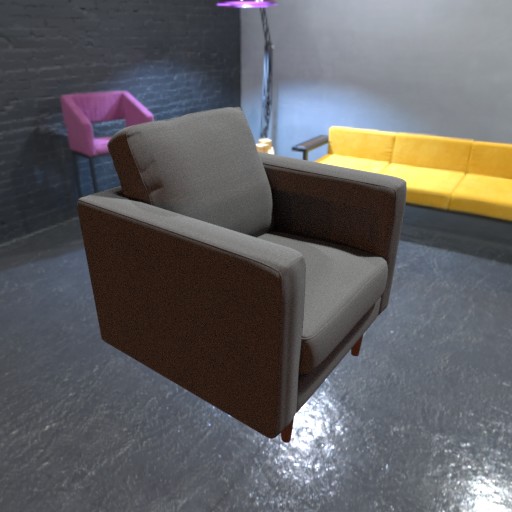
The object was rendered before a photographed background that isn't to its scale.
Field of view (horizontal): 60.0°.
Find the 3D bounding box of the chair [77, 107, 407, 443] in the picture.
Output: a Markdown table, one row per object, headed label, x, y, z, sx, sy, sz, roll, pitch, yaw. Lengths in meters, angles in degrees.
| label | x | y | z | sx | sy | sz | roll | pitch | yaw |
| --- | --- | --- | --- | --- | --- | --- | --- | --- | --- |
| chair | 0.000 | 0.000 | 1.575 | 0.800 | 0.927 | 0.854 | 18 | 32 | 32 |
